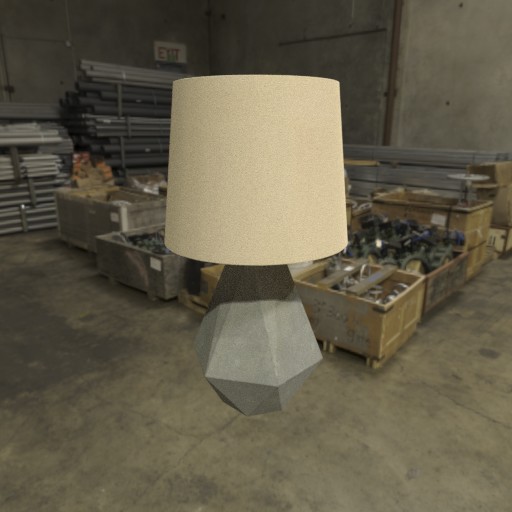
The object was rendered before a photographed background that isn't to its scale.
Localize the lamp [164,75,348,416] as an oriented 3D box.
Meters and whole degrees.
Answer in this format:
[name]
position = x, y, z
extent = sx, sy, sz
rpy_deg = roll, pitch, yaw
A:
[lamp]
position = 0.000, 0.000, 0.689
extent = 0.276, 0.501, 0.276
rpy_deg = 0, 16, 0
